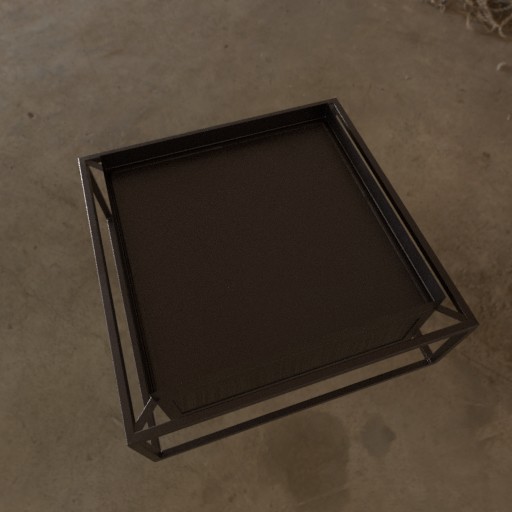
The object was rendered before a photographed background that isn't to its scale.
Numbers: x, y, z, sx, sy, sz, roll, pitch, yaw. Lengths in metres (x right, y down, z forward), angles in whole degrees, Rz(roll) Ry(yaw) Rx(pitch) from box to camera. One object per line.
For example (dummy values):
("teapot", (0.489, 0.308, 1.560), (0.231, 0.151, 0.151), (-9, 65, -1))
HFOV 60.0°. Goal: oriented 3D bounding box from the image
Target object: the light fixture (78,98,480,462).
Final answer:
("light fixture", (0.000, 0.000, 0.679), (0.441, 0.191, 0.441), (-16, 60, -9))
